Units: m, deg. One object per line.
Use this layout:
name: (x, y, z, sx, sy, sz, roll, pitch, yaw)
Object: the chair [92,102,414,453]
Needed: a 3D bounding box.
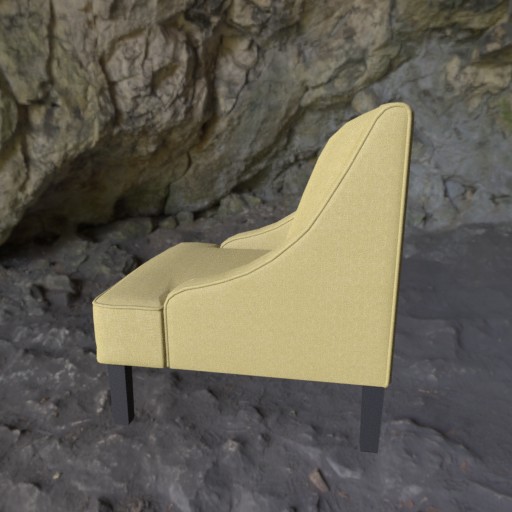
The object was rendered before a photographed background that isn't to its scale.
chair: (0.000, 0.000, 1.444, 0.814, 0.896, 0.696, 3, 15, 9)
